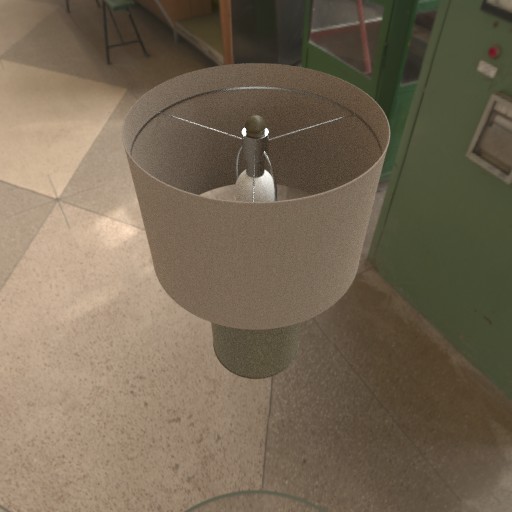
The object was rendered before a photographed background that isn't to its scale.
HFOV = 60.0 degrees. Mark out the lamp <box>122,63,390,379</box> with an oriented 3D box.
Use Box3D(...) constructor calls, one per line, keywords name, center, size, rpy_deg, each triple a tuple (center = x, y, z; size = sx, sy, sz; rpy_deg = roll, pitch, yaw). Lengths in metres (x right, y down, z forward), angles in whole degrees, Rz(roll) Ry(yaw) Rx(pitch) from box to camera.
Box3D(name="lamp", center=(0.000, 0.000, 0.709), size=(0.318, 0.486, 0.318), rpy_deg=(0, 46, 0))
